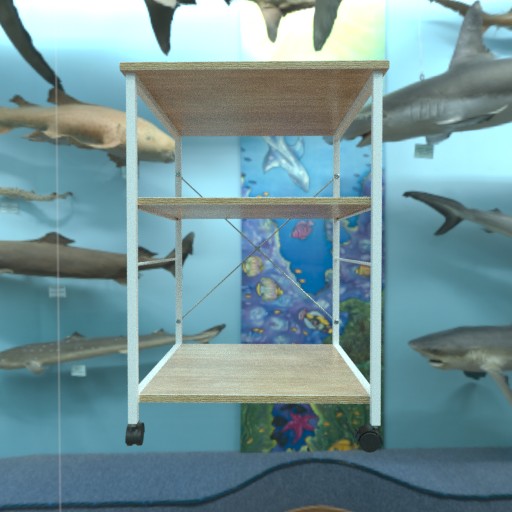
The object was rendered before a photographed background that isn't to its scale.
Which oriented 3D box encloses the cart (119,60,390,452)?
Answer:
[{"bbox_3d":[0.000,0.000,1.120,0.521,0.762,0.520,0,1,1],"label":"cart"}]
